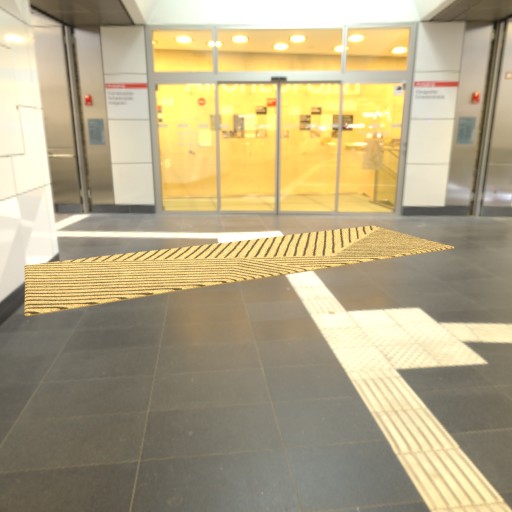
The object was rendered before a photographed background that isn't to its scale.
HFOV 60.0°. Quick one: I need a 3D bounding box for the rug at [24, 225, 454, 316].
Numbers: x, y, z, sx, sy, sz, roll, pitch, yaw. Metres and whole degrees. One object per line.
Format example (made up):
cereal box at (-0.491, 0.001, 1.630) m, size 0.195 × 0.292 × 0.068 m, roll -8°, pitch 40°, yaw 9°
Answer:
rug at (0.000, 0.000, 2.614) m, size 2.439 × 0.020 × 0.773 m, roll -8°, pitch 17°, yaw -26°
